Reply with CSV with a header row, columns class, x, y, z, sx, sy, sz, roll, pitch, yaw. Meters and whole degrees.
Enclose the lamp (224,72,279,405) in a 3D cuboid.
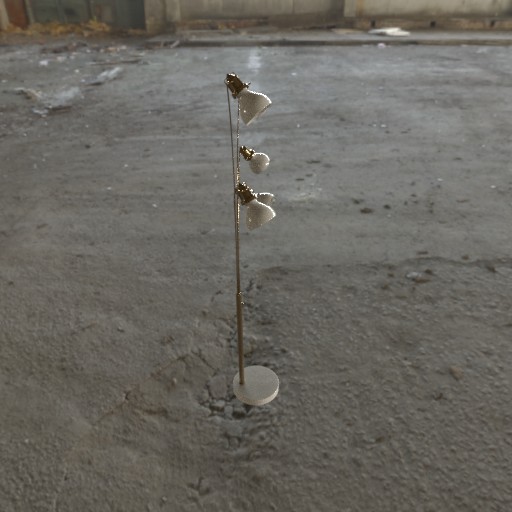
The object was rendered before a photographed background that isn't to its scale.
class,x,y,z,sx,sy,sz,roll,pitch,yaw
lamp,0.000,0.000,2.929,0.361,2.423,1.405,0,32,1
